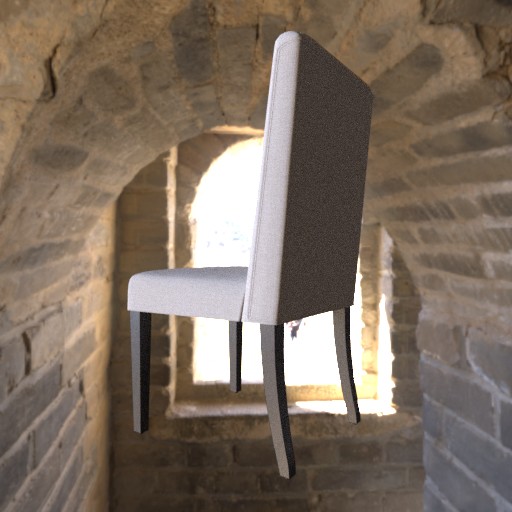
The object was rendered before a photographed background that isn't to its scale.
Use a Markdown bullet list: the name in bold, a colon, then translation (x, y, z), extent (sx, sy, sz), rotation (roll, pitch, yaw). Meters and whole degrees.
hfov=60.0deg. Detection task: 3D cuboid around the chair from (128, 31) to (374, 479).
- **chair**: translation (0.000, 0.000, 1.238), extent (0.523, 0.961, 0.474), rotation (0, 1, 35)
